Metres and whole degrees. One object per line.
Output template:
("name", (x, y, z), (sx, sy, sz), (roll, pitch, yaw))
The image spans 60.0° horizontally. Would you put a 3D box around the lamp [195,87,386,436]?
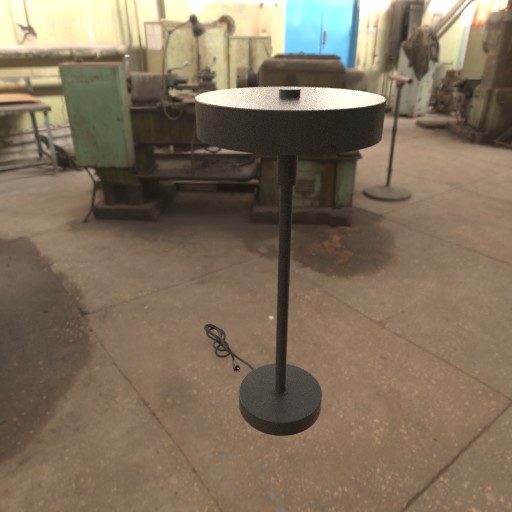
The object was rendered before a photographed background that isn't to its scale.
("lamp", (0.000, 0.000, 0.700), (0.229, 0.508, 0.369), (-17, 31, -31))
